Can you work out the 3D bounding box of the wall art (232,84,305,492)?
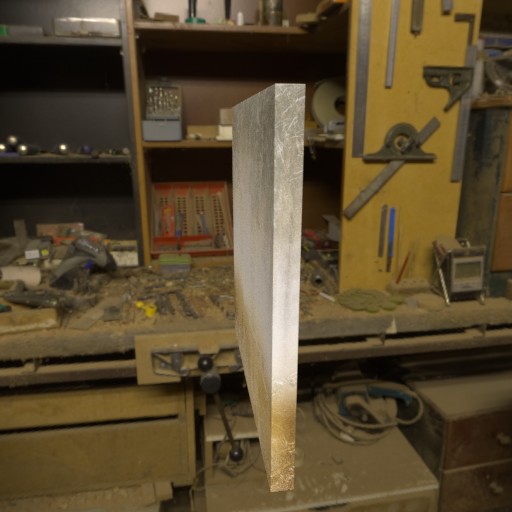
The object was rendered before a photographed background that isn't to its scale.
[{"bbox_3d":[0.000,0.000,0.916,0.038,0.610,0.610,-2,16,-8],"label":"wall art"}]
